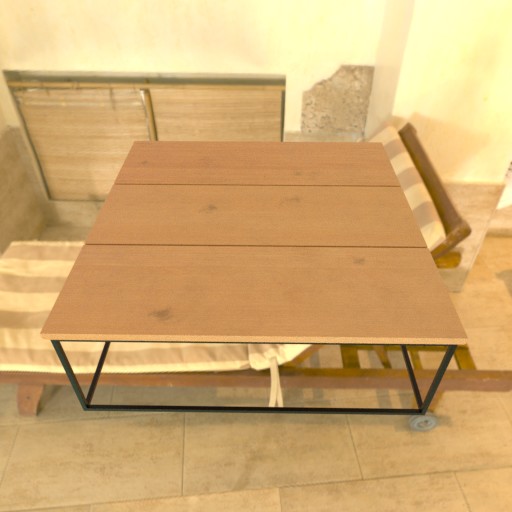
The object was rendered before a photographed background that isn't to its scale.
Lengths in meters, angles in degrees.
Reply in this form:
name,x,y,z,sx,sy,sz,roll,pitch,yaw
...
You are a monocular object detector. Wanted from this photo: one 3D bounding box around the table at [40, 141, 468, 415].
name,x,y,z,sx,sy,sz,roll,pitch,yaw
table,0.000,0.000,1.684,1.100,0.400,1.100,1,41,1
